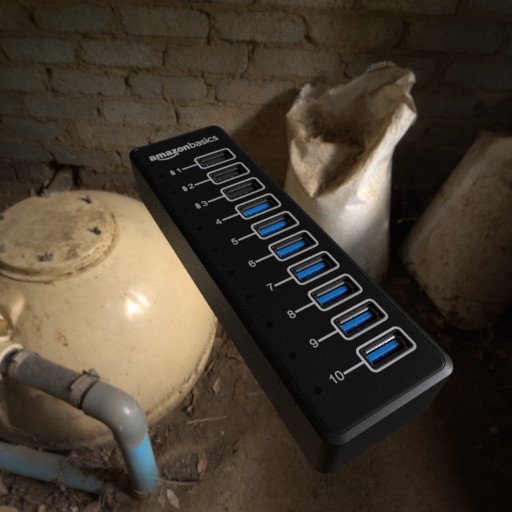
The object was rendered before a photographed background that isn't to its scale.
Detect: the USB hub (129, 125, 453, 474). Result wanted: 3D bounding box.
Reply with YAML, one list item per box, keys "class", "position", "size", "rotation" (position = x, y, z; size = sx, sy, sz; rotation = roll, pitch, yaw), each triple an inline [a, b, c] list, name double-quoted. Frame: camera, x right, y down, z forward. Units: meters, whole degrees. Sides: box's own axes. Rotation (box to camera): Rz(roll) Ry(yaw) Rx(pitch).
- class: "USB hub"
  position: [0.000, 0.000, 0.163]
  size: [0.044, 0.023, 0.145]
  rotation: [-24, 52, -20]
